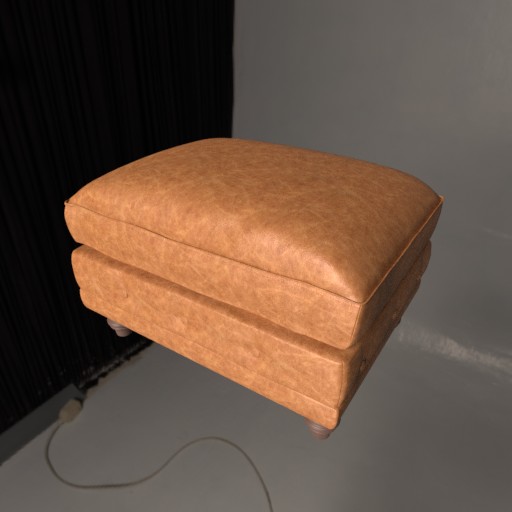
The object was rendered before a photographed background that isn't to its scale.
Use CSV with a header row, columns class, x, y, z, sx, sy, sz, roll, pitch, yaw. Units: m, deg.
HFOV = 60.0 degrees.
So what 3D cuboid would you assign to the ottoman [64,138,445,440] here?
class,x,y,z,sx,sy,sz,roll,pitch,yaw
ottoman,0.000,0.000,1.069,0.710,0.480,0.533,18,34,28
